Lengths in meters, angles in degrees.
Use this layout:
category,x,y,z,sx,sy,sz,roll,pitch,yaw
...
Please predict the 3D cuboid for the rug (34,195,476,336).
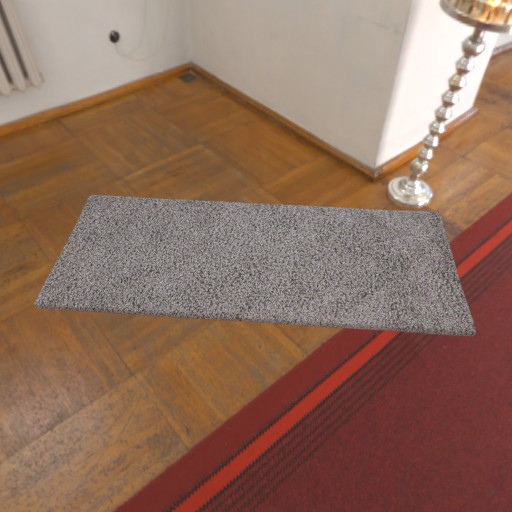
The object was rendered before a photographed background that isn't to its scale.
category,x,y,z,sx,sy,sz,roll,pitch,yaw
rug,0.000,0.000,1.726,1.524,0.030,0.609,3,47,3
